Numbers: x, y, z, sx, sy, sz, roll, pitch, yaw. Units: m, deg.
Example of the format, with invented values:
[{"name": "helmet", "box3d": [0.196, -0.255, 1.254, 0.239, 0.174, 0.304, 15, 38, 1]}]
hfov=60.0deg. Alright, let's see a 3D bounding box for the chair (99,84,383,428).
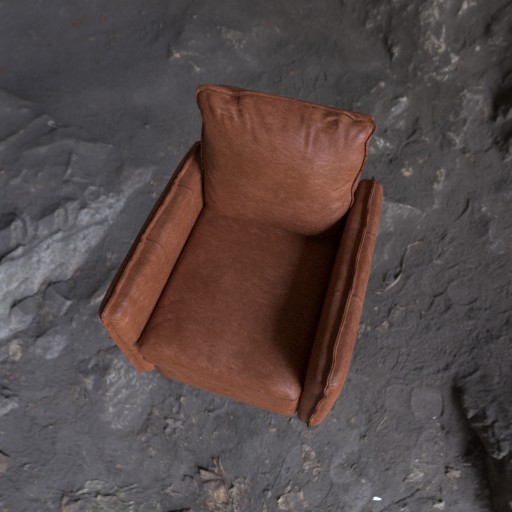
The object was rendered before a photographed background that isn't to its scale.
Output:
[{"name": "chair", "box3d": [0.000, 0.000, 1.637, 0.830, 0.922, 0.922, 15, 59, 9]}]
